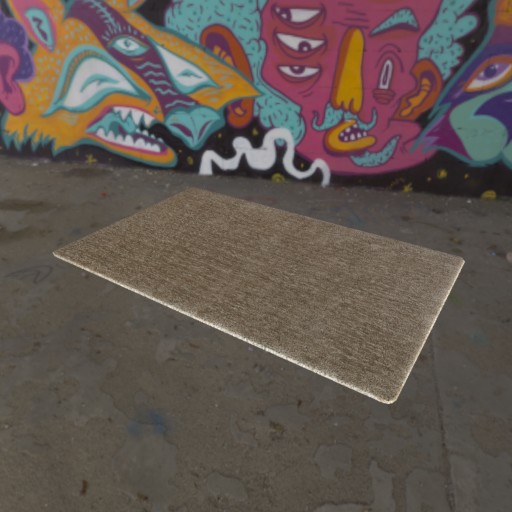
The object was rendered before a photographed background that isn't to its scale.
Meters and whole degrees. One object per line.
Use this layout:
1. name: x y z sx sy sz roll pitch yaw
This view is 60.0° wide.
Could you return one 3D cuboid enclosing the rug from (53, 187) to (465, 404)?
1. rug: 0.000 0.000 3.101 2.469 0.024 1.539 18 35 29
